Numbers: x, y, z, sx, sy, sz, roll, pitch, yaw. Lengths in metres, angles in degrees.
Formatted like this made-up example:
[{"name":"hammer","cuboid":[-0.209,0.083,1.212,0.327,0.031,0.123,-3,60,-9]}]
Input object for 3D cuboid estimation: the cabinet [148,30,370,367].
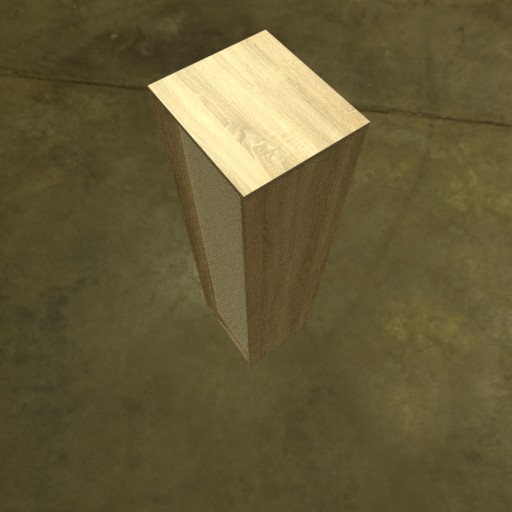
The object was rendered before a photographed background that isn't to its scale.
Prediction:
[{"name":"cabinet","cuboid":[0.000,0.000,2.190,0.450,1.960,0.510,-33,67,-16]}]
